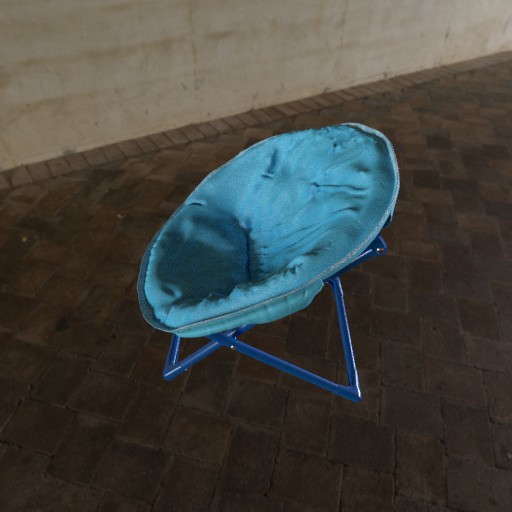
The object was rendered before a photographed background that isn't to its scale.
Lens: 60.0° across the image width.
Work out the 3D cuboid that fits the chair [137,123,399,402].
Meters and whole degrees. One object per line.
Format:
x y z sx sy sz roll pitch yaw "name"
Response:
0.000 0.000 0.891 0.465 0.478 0.520 1 40 1 "chair"
